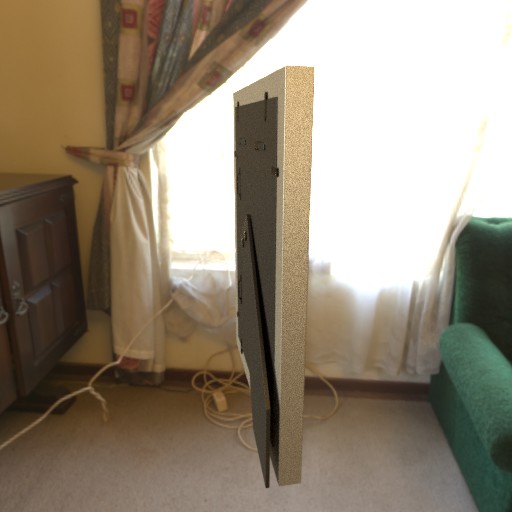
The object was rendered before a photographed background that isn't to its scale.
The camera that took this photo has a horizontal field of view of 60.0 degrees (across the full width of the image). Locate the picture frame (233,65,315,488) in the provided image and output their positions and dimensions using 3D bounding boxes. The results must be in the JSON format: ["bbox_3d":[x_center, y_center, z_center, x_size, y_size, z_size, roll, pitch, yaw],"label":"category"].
[{"bbox_3d":[0.000,0.000,0.530,0.036,0.386,0.307,-3,17,-10],"label":"picture frame"}]
